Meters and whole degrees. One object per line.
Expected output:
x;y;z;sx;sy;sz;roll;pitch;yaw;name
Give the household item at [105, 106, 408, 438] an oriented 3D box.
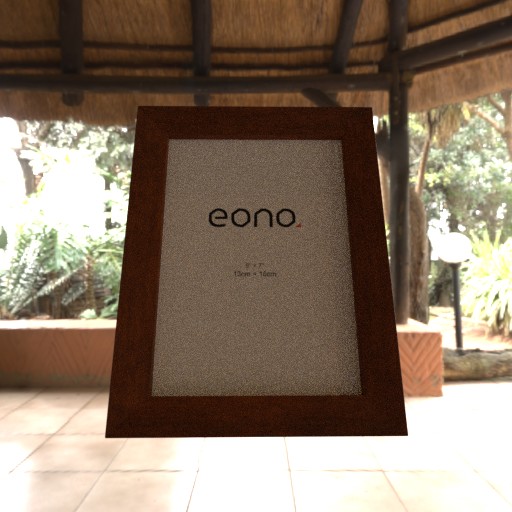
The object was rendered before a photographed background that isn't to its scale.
0.000;0.000;0.281;0.160;0.204;0.096;0;0;-1;household item
